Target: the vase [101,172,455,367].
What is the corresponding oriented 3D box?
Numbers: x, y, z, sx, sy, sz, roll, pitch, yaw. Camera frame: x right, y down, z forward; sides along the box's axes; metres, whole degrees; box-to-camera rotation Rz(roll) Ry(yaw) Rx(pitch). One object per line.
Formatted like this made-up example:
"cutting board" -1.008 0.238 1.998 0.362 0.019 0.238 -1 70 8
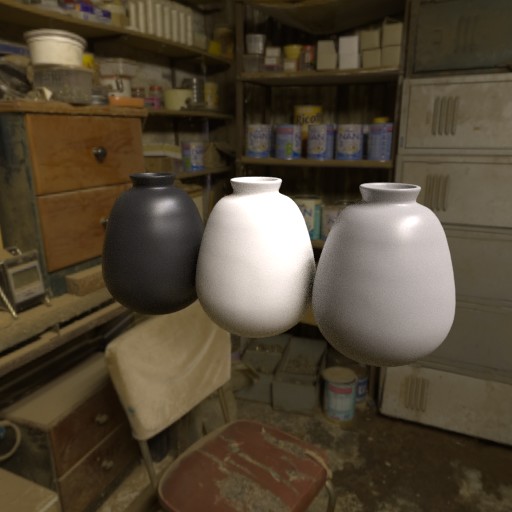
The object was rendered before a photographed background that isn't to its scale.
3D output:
"vase" 0.000 0.000 0.355 0.297 0.122 0.097 8 17 26
